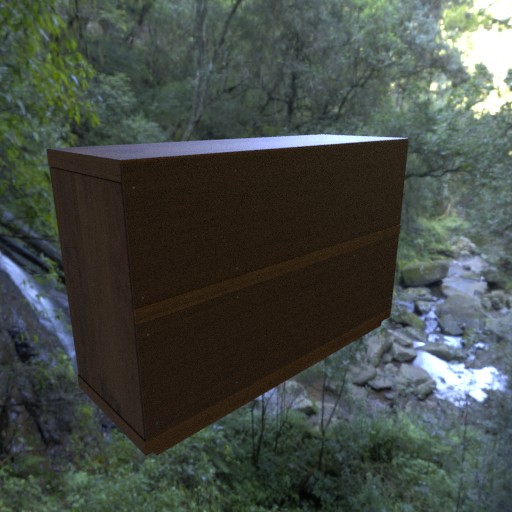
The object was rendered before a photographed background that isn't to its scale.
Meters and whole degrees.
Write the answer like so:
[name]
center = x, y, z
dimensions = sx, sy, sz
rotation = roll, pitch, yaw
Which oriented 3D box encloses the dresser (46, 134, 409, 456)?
[dresser]
center = 0.000, 0.000, 1.660
dimensions = 1.261, 0.825, 0.479
rotation = -16, 24, -41
